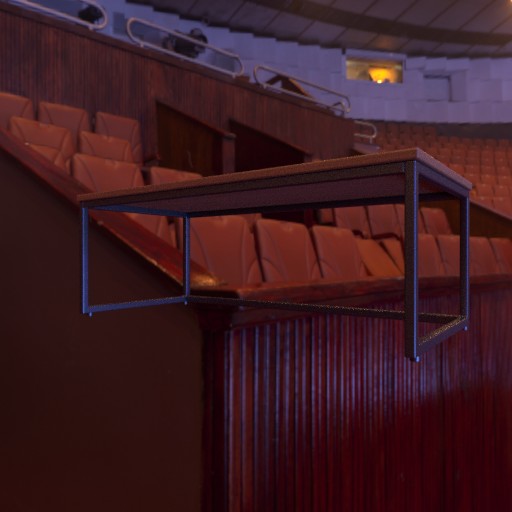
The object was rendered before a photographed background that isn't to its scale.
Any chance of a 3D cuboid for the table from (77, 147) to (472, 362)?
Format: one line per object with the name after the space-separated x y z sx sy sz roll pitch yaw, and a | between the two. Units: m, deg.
0.000 0.000 1.336 1.100 0.400 0.500 0 0 36 | table
